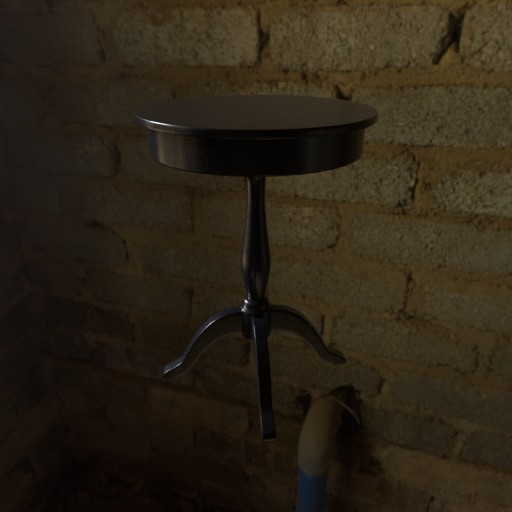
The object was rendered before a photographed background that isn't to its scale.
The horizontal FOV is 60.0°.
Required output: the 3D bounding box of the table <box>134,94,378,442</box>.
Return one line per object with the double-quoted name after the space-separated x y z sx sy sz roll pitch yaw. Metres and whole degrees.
0.000 0.000 1.036 0.481 0.665 0.481 0 26 0 "table"
